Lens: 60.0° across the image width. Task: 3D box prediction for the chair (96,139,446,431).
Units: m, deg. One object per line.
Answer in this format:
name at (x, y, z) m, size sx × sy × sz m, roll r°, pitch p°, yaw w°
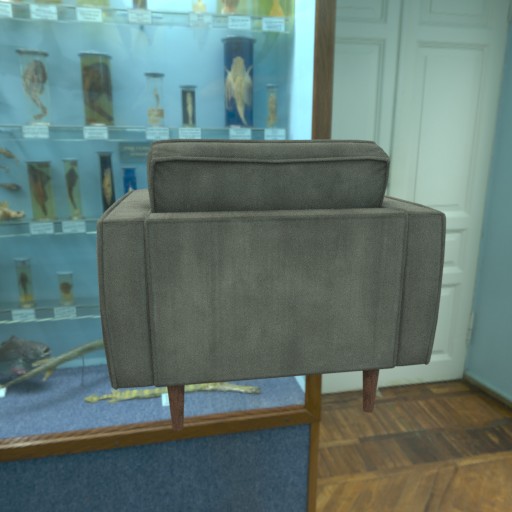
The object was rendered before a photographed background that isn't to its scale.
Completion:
chair at (0.000, 0.000, 1.526) m, size 0.928 × 0.773 × 0.843 m, roll -2°, pitch 14°, yaw -9°
